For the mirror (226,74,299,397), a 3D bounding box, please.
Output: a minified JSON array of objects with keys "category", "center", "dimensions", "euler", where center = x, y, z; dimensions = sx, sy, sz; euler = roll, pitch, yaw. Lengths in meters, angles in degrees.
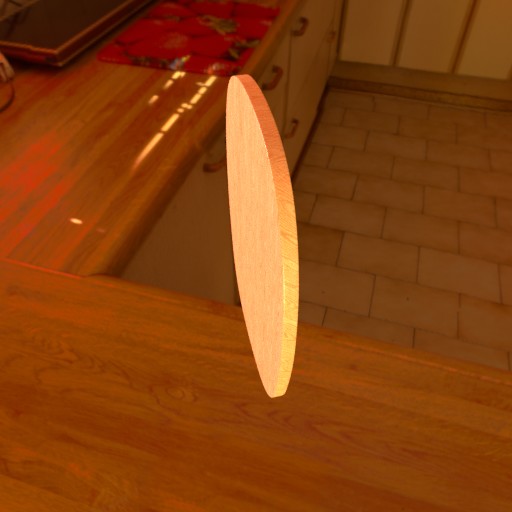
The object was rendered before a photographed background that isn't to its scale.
[{"category":"mirror","center":[0.000,0.000,1.400],"dimensions":[0.037,1.075,0.724],"euler":[-10,48,-9]}]
